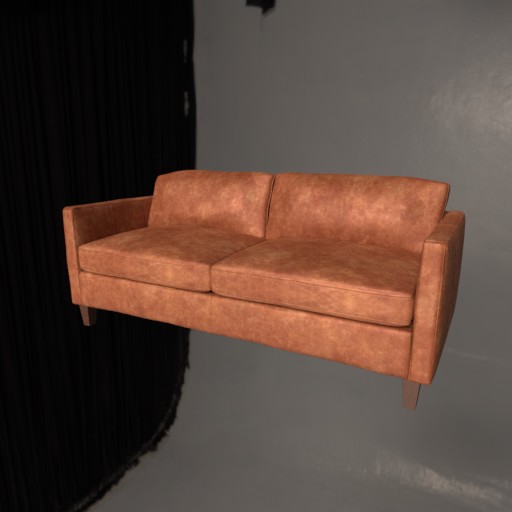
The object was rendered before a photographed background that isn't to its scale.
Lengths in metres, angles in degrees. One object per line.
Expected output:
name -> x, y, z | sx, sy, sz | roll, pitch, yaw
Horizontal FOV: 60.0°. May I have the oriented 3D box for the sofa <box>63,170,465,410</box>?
sofa -> 0.000, 0.000, 2.383 | 1.971, 0.863, 0.923 | 7, 15, 27
